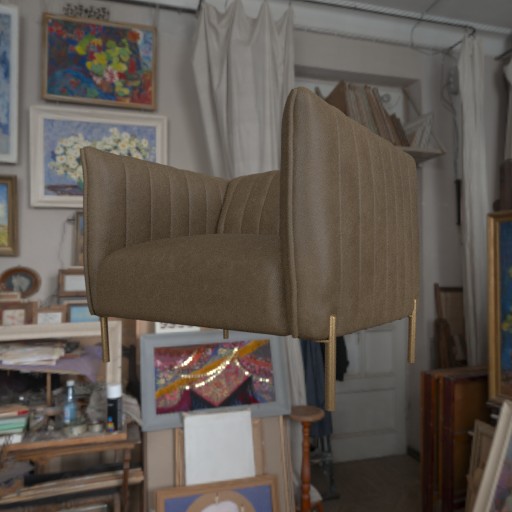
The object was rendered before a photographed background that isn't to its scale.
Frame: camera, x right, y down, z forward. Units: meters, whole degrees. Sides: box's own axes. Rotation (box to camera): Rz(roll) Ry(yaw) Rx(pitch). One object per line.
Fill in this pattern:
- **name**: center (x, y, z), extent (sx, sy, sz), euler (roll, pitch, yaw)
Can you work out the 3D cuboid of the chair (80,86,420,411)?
- **chair**: center (0.000, 0.000, 1.612), extent (0.981, 0.779, 0.876), euler (-1, -2, 37)
